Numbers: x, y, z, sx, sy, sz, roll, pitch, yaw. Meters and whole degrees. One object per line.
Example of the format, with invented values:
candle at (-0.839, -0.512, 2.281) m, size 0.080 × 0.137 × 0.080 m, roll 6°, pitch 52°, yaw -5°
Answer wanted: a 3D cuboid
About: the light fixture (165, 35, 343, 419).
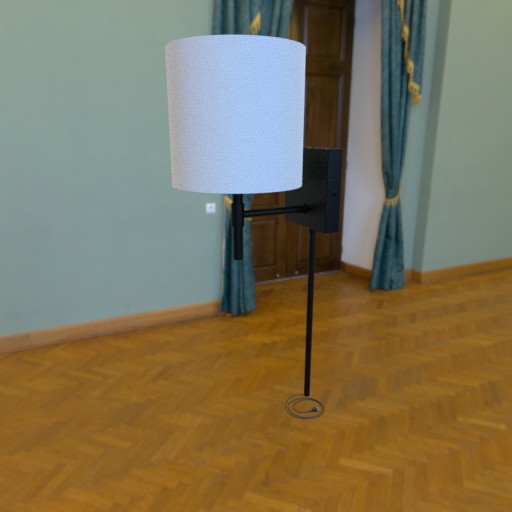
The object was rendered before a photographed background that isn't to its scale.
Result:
light fixture at (0.000, 0.000, 0.692) m, size 0.248 × 0.589 × 0.188 m, roll -8°, pitch 18°, yaw -25°
